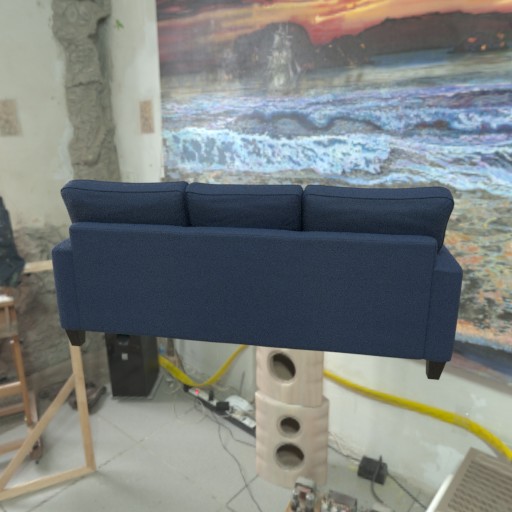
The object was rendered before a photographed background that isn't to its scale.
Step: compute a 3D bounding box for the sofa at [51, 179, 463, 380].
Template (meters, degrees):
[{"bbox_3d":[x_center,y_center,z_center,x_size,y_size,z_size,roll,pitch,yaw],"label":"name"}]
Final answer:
[{"bbox_3d":[0.000,0.000,2.701,2.158,0.965,0.951,3,16,10],"label":"sofa"}]
